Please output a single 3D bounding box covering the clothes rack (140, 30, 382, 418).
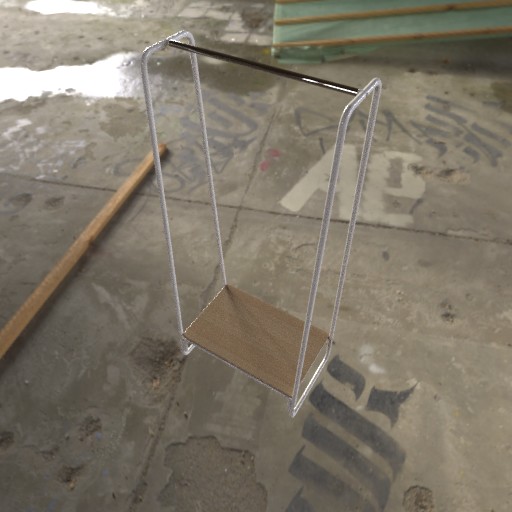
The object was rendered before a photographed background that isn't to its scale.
[{"bbox_3d":[0.000,0.000,1.729,0.640,1.500,0.400,24,51,22],"label":"clothes rack"}]
